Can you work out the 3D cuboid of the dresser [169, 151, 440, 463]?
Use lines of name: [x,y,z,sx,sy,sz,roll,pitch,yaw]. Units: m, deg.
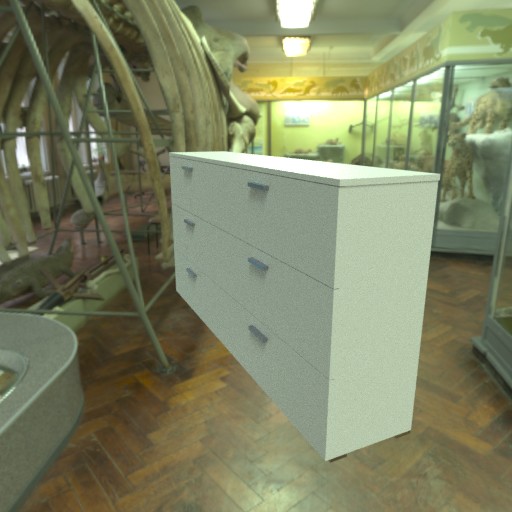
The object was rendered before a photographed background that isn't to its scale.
dresser: [0.000,0.000,1.857,0.333,0.790,1.535,-7,17,-24]
